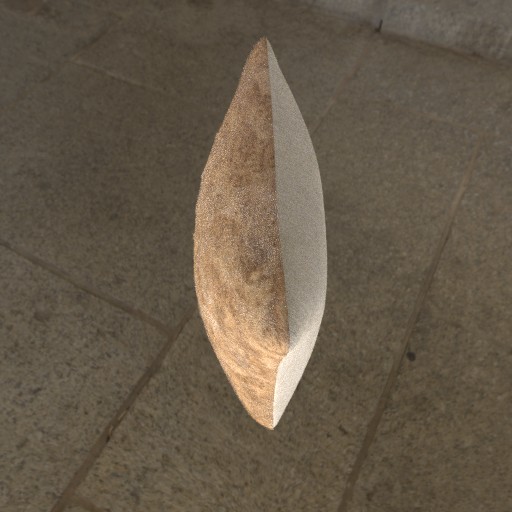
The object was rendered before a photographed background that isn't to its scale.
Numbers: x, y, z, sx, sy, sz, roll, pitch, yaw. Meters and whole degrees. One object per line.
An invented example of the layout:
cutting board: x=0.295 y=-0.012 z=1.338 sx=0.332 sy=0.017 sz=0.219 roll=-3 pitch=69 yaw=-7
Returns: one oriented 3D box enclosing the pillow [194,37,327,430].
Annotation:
pillow: x=0.000 y=0.000 z=0.795 sx=0.216 sy=0.525 sz=0.538 roll=-1 pitch=58 yaw=0
